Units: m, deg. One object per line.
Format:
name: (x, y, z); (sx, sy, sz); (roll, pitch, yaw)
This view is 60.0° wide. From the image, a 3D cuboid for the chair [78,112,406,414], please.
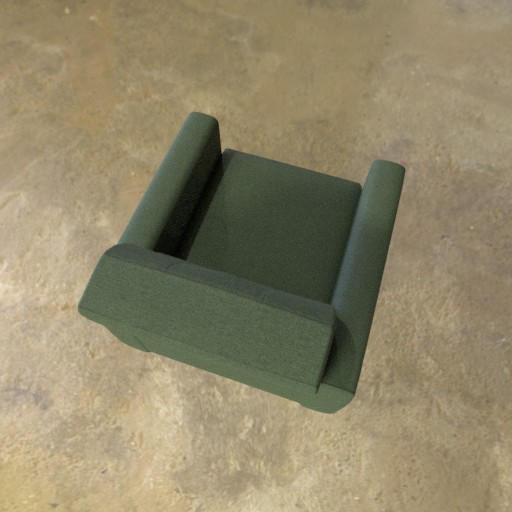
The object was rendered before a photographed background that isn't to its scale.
chair: (0.000, 0.000, 1.519); (0.831, 0.841, 0.909); (17, 65, 8)
